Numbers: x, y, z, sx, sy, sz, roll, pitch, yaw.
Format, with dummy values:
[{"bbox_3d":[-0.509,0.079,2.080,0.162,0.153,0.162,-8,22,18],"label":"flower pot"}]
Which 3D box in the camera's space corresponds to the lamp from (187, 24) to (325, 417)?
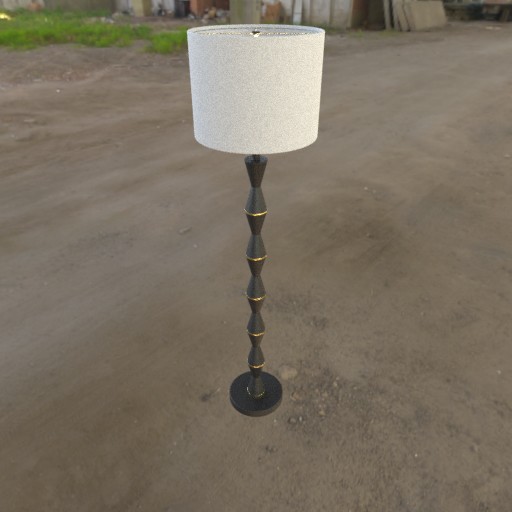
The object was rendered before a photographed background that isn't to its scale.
[{"bbox_3d":[0.000,0.000,1.622,0.381,1.480,0.381,0,32,0],"label":"lamp"}]
